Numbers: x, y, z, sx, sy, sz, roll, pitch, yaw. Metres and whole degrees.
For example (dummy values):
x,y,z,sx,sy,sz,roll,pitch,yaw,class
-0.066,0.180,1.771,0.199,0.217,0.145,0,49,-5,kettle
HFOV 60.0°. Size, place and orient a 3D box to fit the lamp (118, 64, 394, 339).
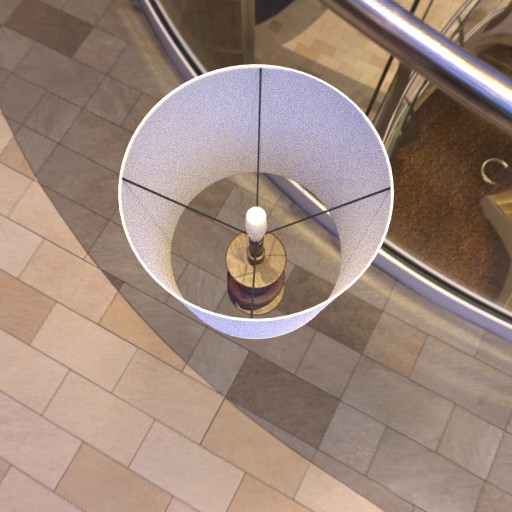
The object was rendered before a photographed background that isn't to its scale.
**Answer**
x,y,z,sx,sy,sz,roll,pitch,yaw,class
0.000,0.000,0.557,0.208,0.455,0.208,-17,77,-4,lamp
